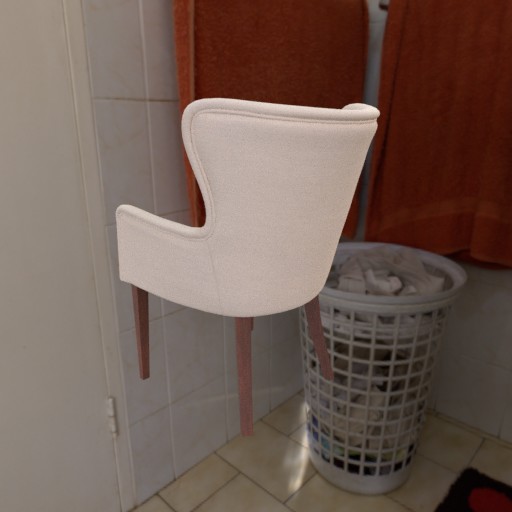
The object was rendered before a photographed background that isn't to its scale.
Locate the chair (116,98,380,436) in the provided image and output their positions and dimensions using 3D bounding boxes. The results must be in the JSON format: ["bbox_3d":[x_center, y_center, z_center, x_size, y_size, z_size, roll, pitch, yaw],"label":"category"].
[{"bbox_3d":[0.000,0.000,1.513,0.744,0.990,0.696,17,24,42],"label":"chair"}]
